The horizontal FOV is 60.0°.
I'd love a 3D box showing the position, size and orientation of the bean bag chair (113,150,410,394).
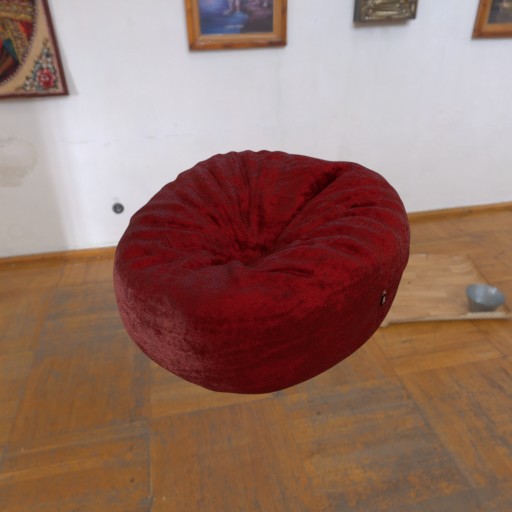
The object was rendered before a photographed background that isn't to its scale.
[{"bbox_3d":[0.000,0.000,2.476,1.524,0.878,1.524,18,35,28],"label":"bean bag chair"}]
